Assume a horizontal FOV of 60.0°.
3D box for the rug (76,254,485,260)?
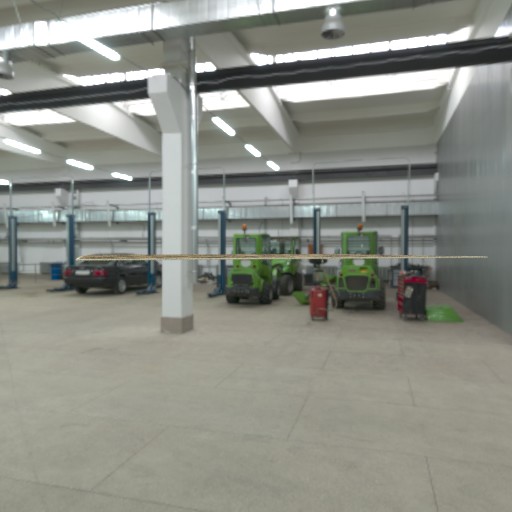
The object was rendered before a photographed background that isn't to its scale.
[{"bbox_3d":[0.000,0.000,4.042,2.977,0.008,2.380,0,1,-20],"label":"rug"}]
